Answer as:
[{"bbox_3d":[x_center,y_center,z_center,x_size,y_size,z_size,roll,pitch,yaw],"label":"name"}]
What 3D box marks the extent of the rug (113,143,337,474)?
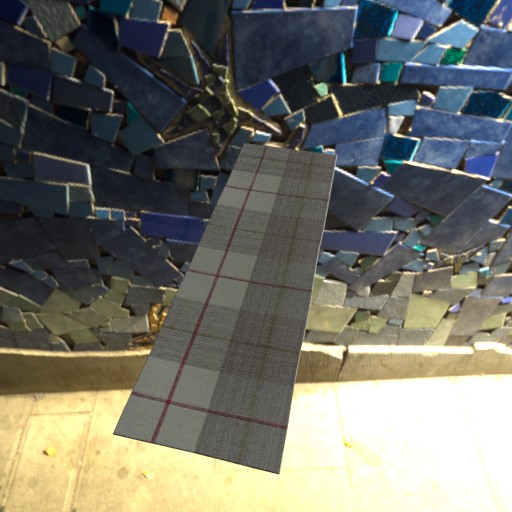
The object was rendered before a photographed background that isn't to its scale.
[{"bbox_3d":[0.000,0.000,2.748,0.762,0.013,2.439,9,47,9],"label":"rug"}]
